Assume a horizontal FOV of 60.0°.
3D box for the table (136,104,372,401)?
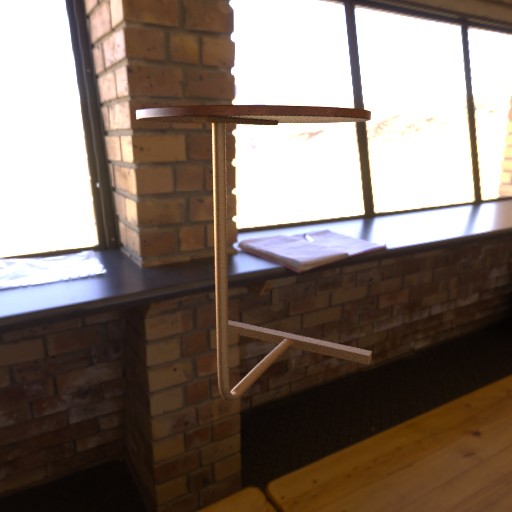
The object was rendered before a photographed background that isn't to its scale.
[{"bbox_3d":[0.000,0.000,1.147,0.530,0.706,0.577,8,17,27],"label":"table"}]
